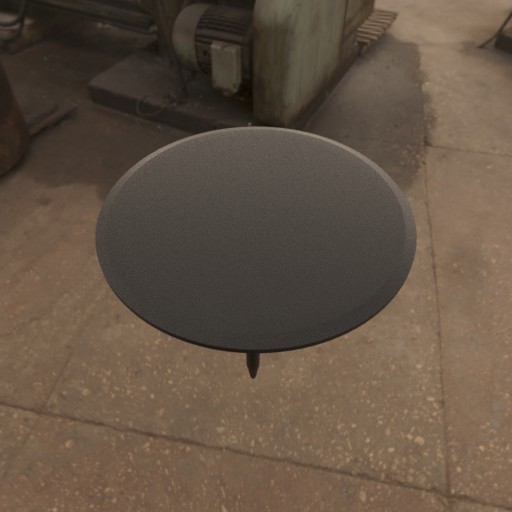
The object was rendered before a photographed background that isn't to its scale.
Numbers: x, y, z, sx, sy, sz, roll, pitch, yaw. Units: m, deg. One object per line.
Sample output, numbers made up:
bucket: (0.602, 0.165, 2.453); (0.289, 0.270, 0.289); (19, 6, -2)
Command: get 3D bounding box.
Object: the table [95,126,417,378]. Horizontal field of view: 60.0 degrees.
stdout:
table: (0.000, 0.000, 1.416); (0.900, 0.400, 0.900); (0, 48, 0)
